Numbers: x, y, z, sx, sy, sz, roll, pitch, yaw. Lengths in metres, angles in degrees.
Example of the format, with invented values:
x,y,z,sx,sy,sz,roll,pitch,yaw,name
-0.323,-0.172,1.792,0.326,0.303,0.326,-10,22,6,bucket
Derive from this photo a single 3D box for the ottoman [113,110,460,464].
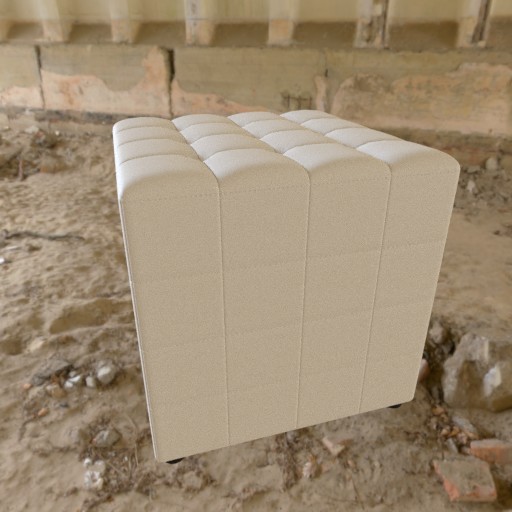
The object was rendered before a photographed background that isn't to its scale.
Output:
x,y,z,sx,sy,sz,roll,pitch,yaw,name
0.000,0.000,0.777,0.425,0.432,0.425,-8,27,-15,ottoman
